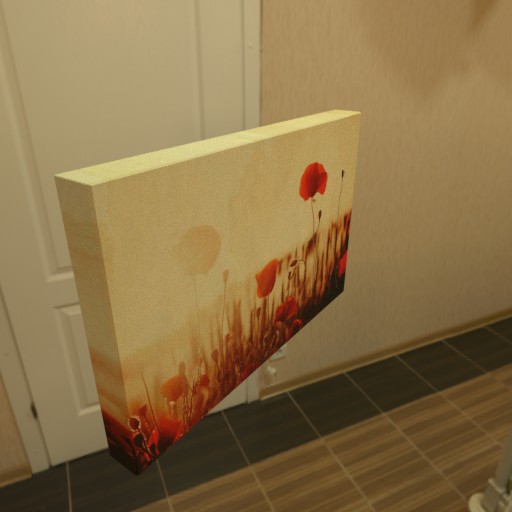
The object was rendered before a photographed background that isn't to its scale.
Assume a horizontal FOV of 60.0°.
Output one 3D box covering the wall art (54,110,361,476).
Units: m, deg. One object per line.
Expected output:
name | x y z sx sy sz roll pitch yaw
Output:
wall art | 0.000 0.000 0.464 0.037 0.251 0.383 18 31 32
